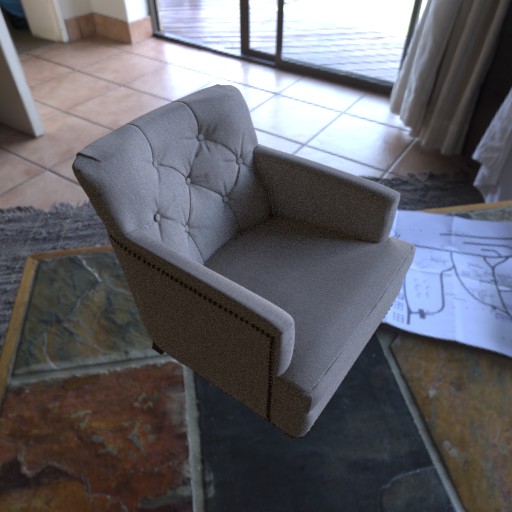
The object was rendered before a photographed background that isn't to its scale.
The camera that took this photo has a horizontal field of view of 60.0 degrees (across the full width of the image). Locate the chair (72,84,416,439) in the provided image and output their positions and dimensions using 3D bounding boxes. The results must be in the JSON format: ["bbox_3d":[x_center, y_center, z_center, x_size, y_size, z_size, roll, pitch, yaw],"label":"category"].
[{"bbox_3d":[0.000,0.000,1.522,0.902,0.823,0.737,26,48,26],"label":"chair"}]
